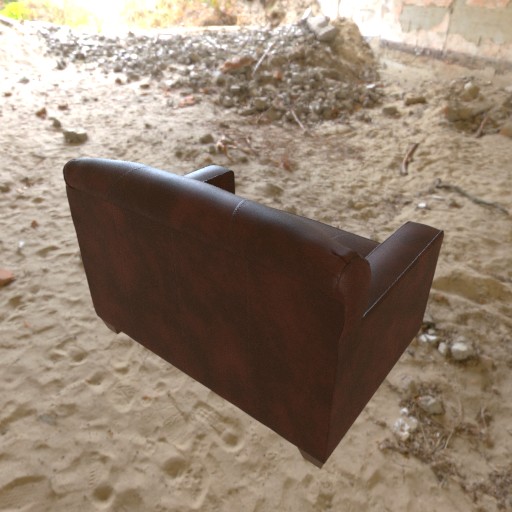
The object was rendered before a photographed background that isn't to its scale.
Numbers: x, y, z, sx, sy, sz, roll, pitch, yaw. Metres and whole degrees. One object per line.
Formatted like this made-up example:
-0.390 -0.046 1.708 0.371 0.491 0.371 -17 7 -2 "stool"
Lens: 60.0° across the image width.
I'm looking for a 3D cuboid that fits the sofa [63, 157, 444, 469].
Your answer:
0.000 0.000 2.057 1.413 0.956 1.000 22 37 32 "sofa"
